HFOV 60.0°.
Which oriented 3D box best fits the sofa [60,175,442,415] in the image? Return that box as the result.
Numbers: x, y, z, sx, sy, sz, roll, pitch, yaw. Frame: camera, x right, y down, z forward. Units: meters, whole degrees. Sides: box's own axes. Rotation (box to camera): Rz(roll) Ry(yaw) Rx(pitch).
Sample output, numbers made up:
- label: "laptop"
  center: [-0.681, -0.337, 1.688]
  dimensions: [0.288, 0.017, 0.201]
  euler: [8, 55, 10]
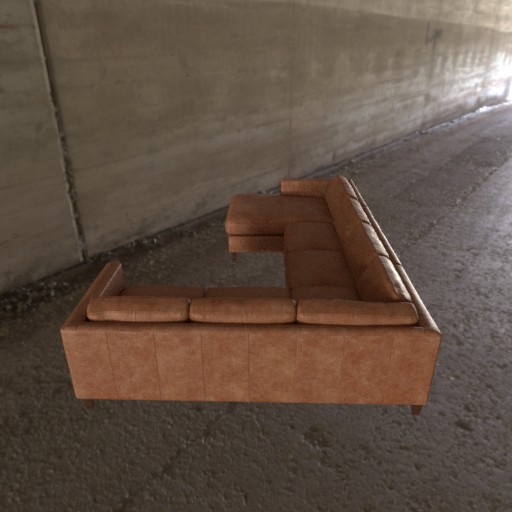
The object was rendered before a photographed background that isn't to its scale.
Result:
- label: "sofa"
  center: [0.000, 0.000, 4.443]
  dimensions: [2.430, 0.832, 3.401]
  euler: [1, 26, 1]
